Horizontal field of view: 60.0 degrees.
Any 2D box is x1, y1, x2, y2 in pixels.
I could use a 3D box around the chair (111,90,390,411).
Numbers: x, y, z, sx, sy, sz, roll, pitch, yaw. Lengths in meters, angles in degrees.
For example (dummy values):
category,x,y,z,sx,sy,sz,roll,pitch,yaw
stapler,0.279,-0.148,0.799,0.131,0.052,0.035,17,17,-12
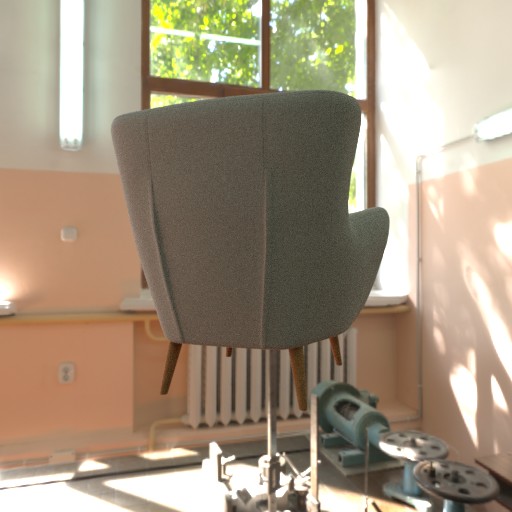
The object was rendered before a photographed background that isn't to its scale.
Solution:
category,x,y,z,sx,sy,sz,roll,pitch,yaw
chair,0.000,0.000,1.587,0.890,0.889,0.889,0,-1,19
